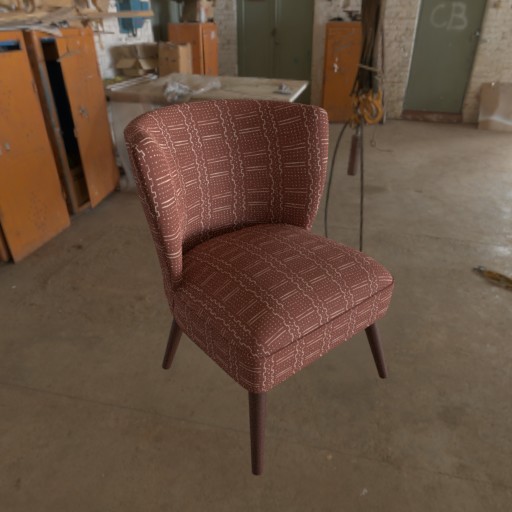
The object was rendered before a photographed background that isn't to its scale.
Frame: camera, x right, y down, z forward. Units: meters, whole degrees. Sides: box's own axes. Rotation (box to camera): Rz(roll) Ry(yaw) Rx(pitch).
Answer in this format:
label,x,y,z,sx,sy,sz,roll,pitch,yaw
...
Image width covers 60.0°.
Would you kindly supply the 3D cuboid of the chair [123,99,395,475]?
label,x,y,z,sx,sy,sz,roll,pitch,yaw
chair,0.000,0.000,1.440,0.706,0.866,0.758,-22,36,-34
